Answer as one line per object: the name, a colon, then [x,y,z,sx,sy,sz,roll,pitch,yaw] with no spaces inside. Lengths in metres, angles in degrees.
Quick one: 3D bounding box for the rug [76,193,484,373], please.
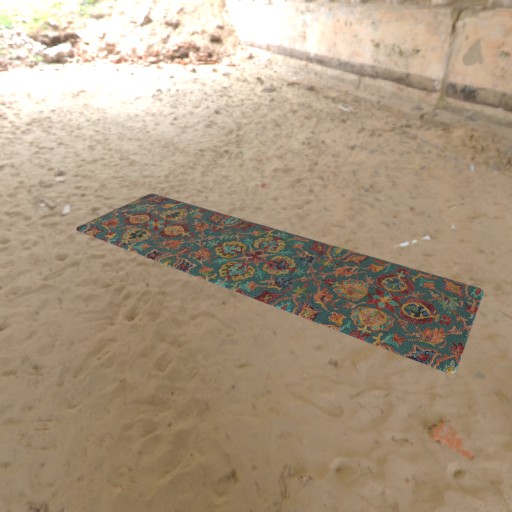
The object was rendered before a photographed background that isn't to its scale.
rug: [0.000,0.000,2.506,2.286,0.013,0.686,18,35,28]
